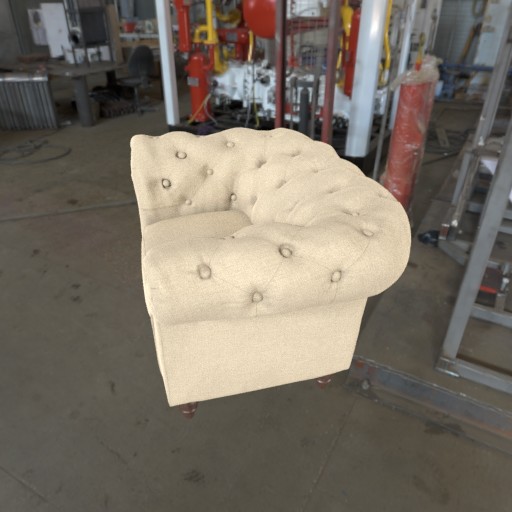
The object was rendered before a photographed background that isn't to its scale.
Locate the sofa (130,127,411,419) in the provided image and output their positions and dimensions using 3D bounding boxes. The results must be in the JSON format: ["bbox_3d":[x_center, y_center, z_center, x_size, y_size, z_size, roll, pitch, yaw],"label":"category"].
[{"bbox_3d":[0.000,0.000,2.048,1.034,0.878,1.405,-8,33,-13],"label":"sofa"}]
